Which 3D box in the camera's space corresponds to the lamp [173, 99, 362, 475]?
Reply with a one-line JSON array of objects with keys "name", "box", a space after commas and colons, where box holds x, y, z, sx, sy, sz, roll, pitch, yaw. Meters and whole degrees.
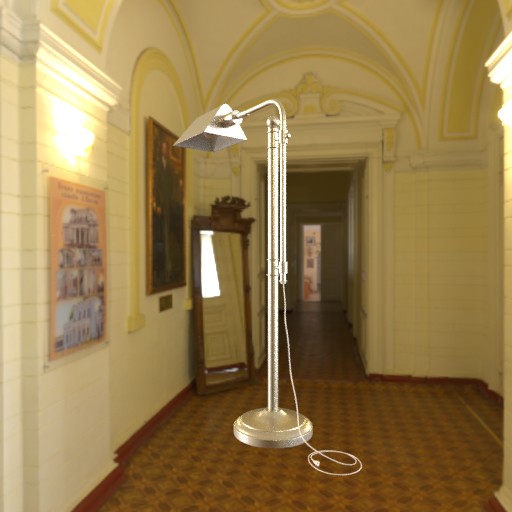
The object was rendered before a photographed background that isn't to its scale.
[{"name": "lamp", "box": [0.000, 0.000, 0.941, 0.159, 0.708, 0.546, 0, 0, -36]}]
